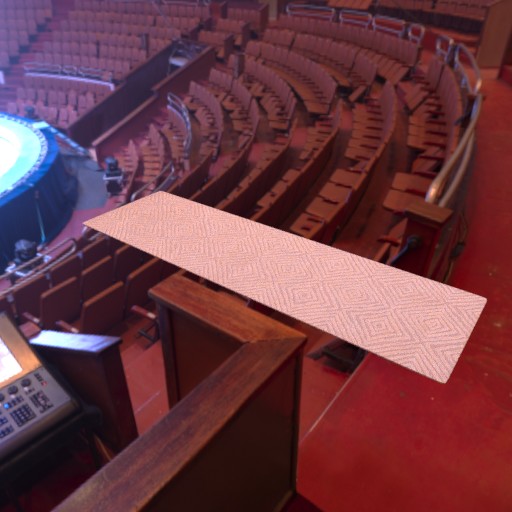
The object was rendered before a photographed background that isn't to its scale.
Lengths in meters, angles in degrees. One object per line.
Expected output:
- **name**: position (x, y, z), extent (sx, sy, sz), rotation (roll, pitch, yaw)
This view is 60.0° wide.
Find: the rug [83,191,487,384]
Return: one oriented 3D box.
- **rug**: position (0.000, 0.000, 2.484), extent (2.277, 0.008, 0.676), rotation (21, 36, 31)
